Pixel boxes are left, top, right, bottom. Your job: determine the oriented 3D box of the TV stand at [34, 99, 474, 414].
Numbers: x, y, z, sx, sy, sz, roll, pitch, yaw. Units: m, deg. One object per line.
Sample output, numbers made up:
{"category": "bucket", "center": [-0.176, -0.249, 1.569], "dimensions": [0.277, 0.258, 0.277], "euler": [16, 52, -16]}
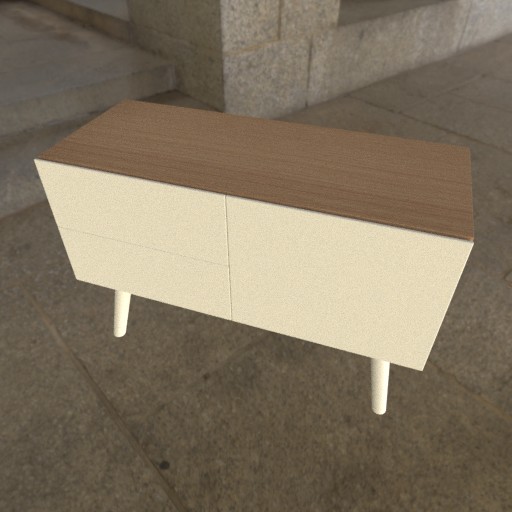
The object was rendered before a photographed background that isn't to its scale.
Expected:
{"category": "TV stand", "center": [0.000, 0.000, 1.299], "dimensions": [0.991, 0.660, 0.407], "euler": [13, 42, 15]}
